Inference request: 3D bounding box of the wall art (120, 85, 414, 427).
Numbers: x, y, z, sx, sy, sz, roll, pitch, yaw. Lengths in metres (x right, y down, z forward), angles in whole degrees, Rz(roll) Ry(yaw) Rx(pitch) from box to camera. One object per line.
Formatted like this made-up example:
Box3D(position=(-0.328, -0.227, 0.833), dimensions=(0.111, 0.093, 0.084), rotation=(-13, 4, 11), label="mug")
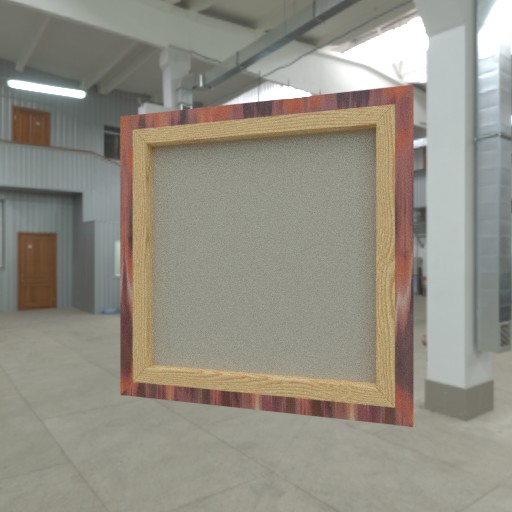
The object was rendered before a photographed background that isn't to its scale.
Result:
Box3D(position=(0.000, 0.000, 0.603), dimensions=(0.403, 0.406, 0.038), rotation=(0, 0, 17), label="wall art")
